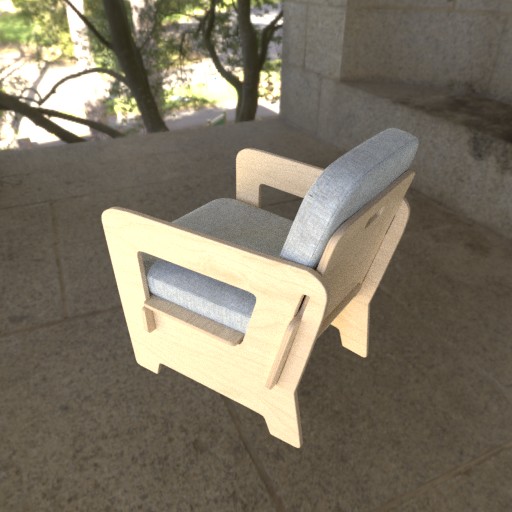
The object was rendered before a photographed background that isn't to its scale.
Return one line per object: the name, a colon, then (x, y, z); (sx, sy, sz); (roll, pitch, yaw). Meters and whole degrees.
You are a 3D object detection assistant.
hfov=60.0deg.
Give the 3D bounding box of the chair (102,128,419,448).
chair: (0.000, 0.000, 1.300); (0.710, 0.800, 0.590); (22, 39, 30)
